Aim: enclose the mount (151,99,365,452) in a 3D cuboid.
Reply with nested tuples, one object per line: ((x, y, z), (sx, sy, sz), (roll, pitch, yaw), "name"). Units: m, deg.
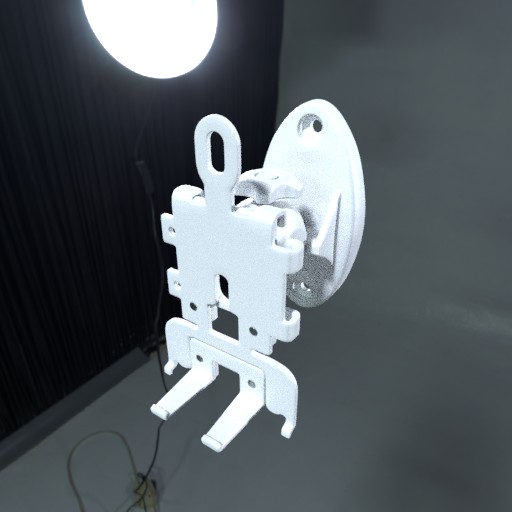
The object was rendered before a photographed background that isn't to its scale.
((0.000, 0.000, 0.179), (0.066, 0.118, 0.100), (18, 33, 29), "mount")
